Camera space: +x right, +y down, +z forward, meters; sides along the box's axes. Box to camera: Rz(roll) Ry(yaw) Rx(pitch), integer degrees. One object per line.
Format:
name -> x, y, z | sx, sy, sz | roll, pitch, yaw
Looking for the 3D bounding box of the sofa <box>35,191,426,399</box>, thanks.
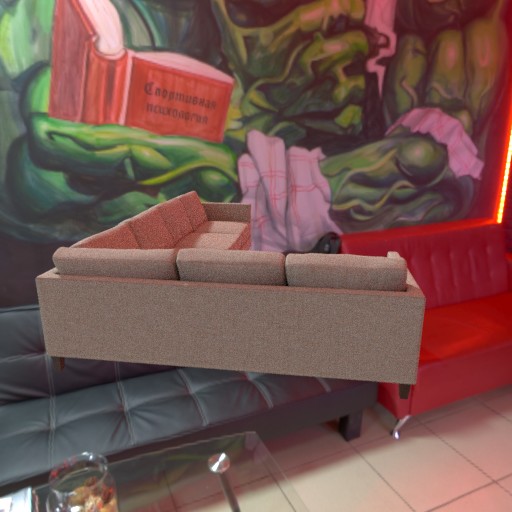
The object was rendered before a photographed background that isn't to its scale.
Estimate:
sofa -> 0.000, 0.000, 4.240 | 2.432, 0.863, 3.182 | 2, 16, 8
